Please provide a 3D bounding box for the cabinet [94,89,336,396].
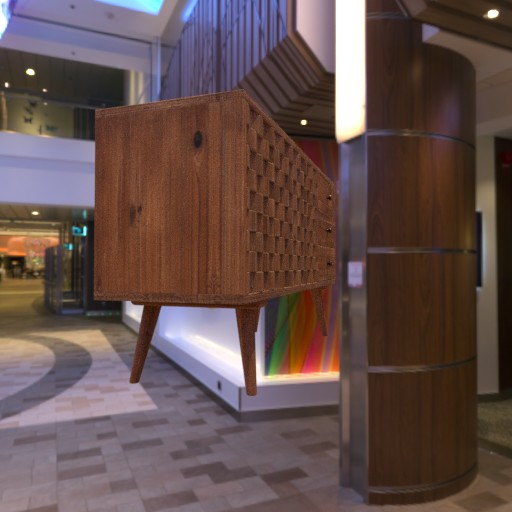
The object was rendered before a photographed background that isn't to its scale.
[{"bbox_3d":[0.000,0.000,1.826,0.472,0.800,1.400,0,-1,19],"label":"cabinet"}]
